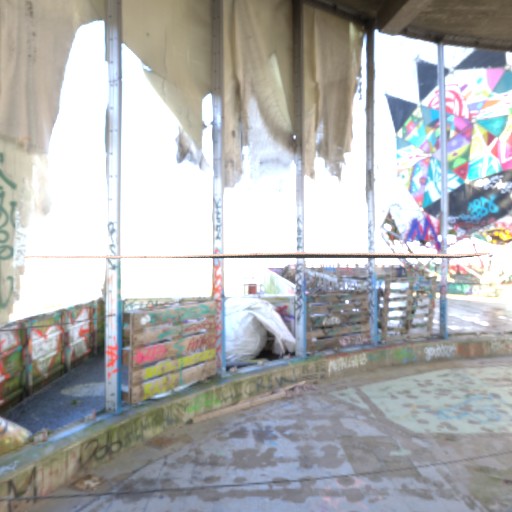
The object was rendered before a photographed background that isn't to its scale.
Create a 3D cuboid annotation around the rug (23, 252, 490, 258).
[{"bbox_3d":[0.000,0.000,2.327,1.837,0.025,1.230,0,0,-2],"label":"rug"}]
